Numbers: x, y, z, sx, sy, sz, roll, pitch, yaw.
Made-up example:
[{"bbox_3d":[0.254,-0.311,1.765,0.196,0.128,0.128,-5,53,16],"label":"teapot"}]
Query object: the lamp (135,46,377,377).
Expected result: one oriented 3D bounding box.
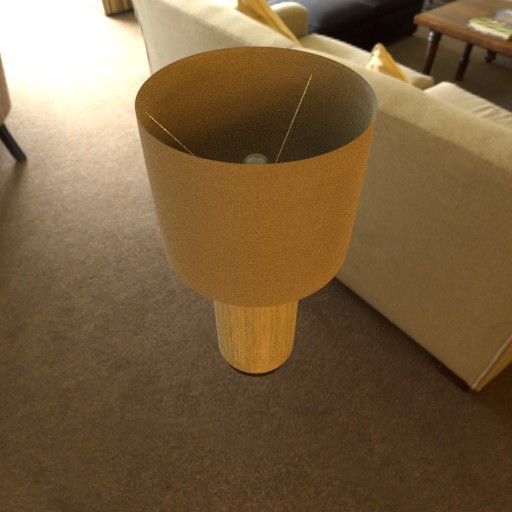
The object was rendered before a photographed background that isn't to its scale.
[{"bbox_3d":[0.000,0.000,0.580,0.228,0.444,0.228,3,47,3],"label":"lamp"}]
